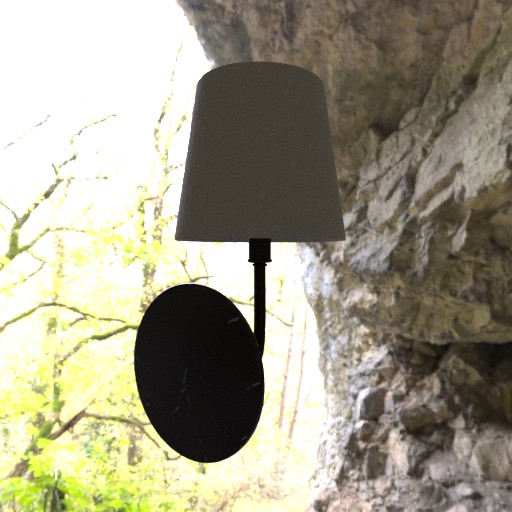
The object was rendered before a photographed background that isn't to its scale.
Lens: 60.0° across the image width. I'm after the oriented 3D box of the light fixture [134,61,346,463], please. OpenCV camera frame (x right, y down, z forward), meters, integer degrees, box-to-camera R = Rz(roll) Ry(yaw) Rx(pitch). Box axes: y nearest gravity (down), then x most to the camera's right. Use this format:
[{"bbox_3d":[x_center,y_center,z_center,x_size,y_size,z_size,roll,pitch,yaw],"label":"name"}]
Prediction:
[{"bbox_3d":[0.000,0.000,0.441,0.168,0.337,0.188,0,0,36],"label":"light fixture"}]
